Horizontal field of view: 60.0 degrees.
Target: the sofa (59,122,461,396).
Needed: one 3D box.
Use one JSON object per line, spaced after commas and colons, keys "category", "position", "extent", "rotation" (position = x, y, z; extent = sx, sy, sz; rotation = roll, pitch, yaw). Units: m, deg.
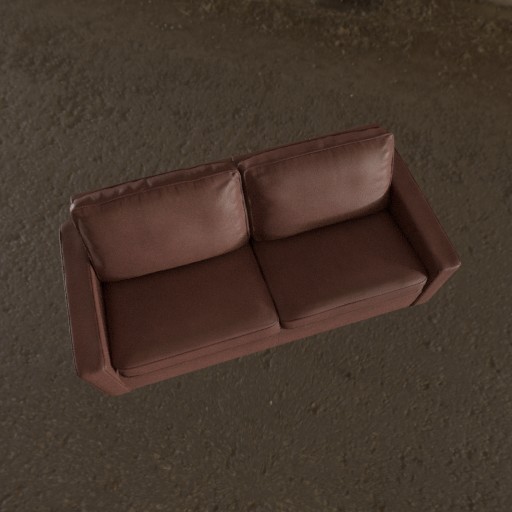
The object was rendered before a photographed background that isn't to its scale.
{"category": "sofa", "position": [0.000, 0.000, 2.553], "extent": [2.080, 0.919, 0.940], "rotation": [-15, 64, -8]}
